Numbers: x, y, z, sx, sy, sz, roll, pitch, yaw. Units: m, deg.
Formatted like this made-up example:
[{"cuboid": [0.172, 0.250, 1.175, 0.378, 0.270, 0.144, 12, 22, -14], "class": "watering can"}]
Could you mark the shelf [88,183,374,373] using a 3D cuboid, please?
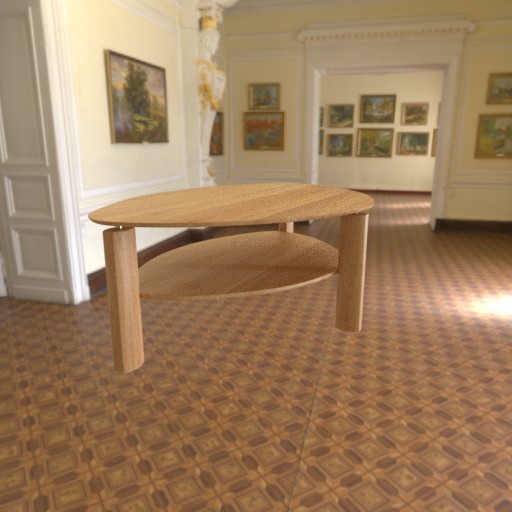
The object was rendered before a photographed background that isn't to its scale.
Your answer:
[{"cuboid": [0.000, 0.000, 1.670, 0.845, 0.440, 1.246, 7, 16, 27], "class": "shelf"}]
